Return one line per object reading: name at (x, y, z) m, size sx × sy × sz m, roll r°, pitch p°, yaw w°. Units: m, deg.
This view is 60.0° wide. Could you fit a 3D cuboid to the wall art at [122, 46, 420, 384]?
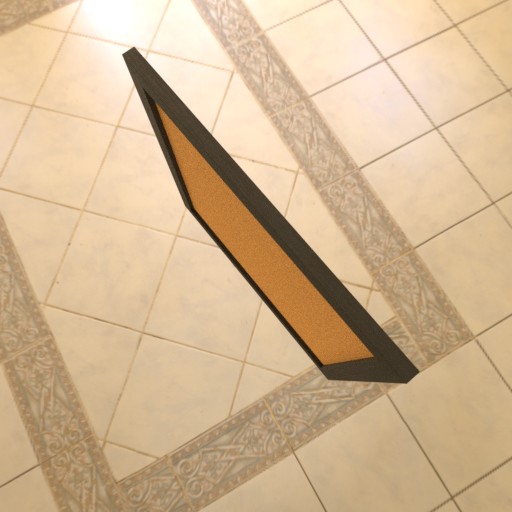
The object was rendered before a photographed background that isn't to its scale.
wall art at (0.000, 0.000, 1.494) m, size 0.038 × 1.016 × 1.016 m, roll -38°, pitch 78°, yaw -10°
